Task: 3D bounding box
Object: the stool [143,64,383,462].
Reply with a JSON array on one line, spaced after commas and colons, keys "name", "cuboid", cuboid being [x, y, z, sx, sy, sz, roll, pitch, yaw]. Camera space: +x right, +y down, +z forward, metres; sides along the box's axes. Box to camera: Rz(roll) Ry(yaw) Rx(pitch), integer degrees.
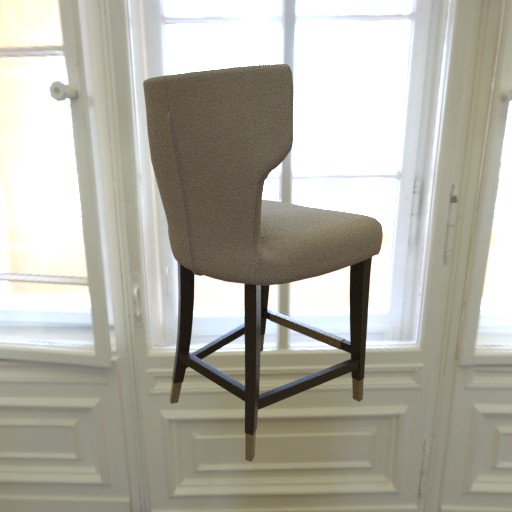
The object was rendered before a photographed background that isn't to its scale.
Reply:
[{"name": "stool", "cuboid": [0.000, 0.000, 1.312, 0.563, 0.982, 0.527, -15, 22, -42]}]
